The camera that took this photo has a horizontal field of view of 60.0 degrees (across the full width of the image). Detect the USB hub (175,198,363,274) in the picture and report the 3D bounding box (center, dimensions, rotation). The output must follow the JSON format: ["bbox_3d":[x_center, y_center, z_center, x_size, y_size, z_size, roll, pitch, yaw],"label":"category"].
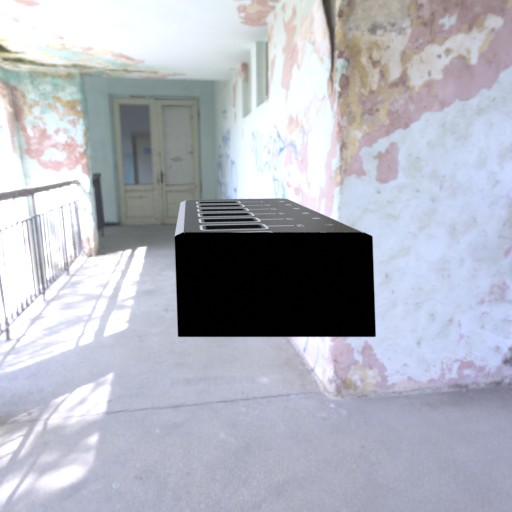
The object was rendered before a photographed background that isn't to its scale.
[{"bbox_3d":[0.000,0.000,0.128,0.044,0.023,0.110,-2,13,-8],"label":"USB hub"}]
